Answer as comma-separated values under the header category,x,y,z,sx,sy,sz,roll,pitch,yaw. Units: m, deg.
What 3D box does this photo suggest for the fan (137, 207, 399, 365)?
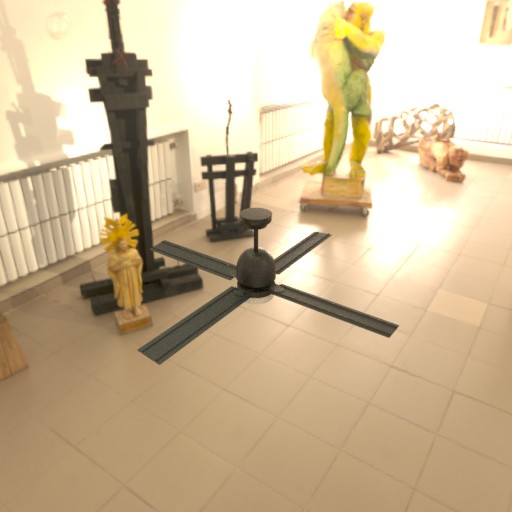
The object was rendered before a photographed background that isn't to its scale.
category,x,y,z,sx,sy,sz,roll,pitch,yaw
fan,0.000,0.000,1.993,1.319,0.410,1.319,17,32,30
